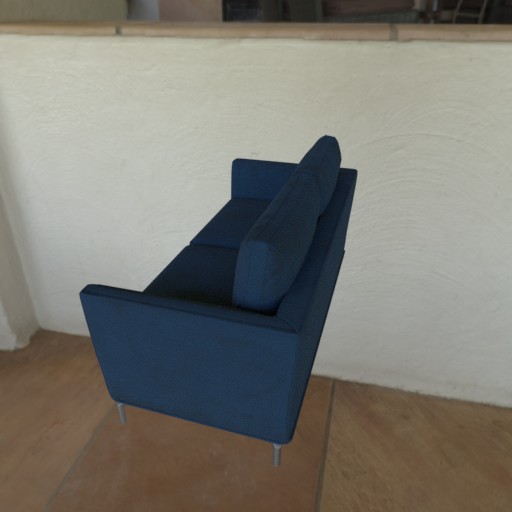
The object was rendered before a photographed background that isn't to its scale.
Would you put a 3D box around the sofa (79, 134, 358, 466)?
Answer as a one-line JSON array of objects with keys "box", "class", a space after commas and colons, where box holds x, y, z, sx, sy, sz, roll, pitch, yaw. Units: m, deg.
[{"box": [0.000, 0.000, 2.385, 0.853, 1.002, 1.770, 9, 30, 15], "class": "sofa"}]
